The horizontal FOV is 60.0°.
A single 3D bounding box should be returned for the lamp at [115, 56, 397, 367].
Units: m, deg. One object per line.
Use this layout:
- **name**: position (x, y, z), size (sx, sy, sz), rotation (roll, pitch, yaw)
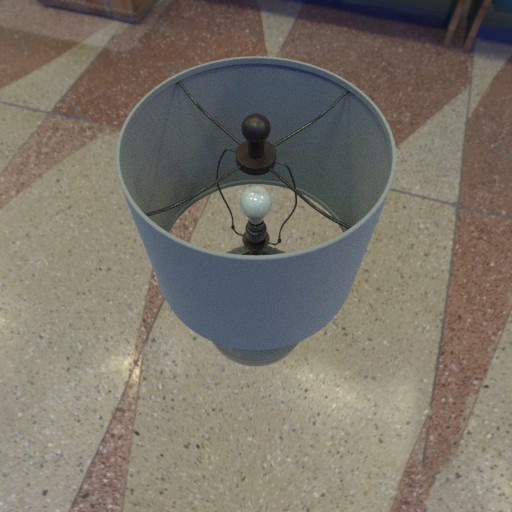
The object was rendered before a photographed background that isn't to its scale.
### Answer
- **lamp**: position (0.000, 0.000, 0.718), size (0.318, 0.567, 0.318), rotation (0, 58, 0)
